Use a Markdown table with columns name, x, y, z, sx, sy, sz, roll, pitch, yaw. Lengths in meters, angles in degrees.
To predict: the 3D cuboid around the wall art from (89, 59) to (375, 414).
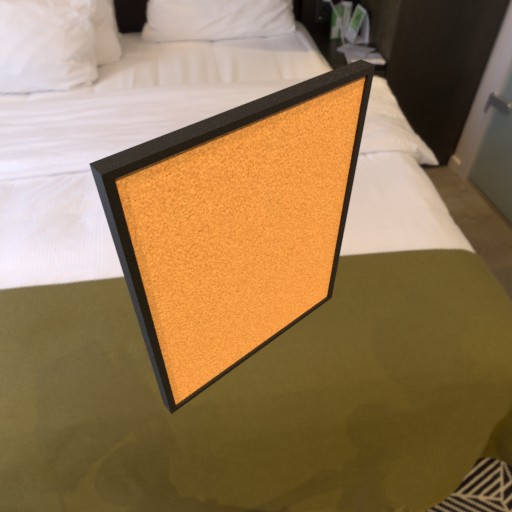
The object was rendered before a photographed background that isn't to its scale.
| name | x | y | z | sx | sy | sz | roll | pitch | yaw |
| --- | --- | --- | --- | --- | --- | --- | --- | --- | --- |
| wall art | 0.000 | 0.000 | 0.782 | 0.457 | 0.559 | 0.029 | -31 | 52 | -27 |
